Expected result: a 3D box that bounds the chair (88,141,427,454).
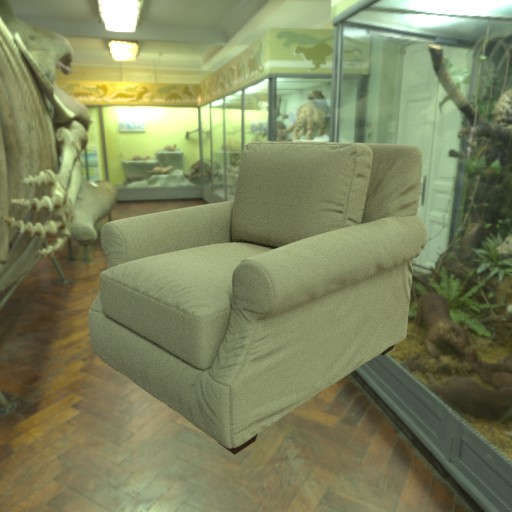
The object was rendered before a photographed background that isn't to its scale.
[{"bbox_3d":[0.000,0.000,1.723,0.940,0.866,1.066,14,20,43],"label":"chair"}]
